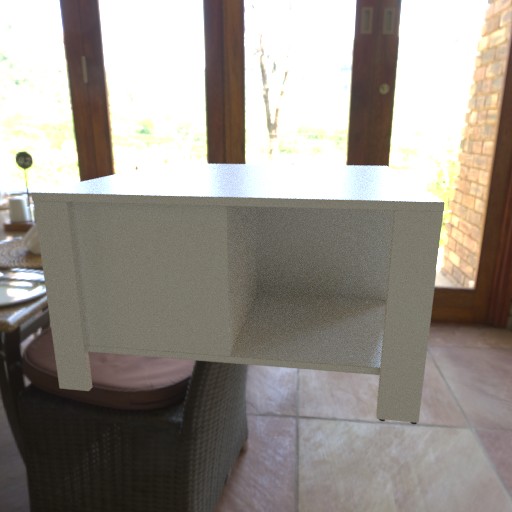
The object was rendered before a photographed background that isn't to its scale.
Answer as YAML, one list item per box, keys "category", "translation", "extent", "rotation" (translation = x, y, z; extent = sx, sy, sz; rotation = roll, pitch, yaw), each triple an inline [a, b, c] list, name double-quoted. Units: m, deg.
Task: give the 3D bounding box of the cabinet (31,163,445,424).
- category: "cabinet"
  translation: [0.000, 0.000, 1.283]
  extent: [0.800, 0.460, 0.800]
  rotation: [2, 16, 9]
